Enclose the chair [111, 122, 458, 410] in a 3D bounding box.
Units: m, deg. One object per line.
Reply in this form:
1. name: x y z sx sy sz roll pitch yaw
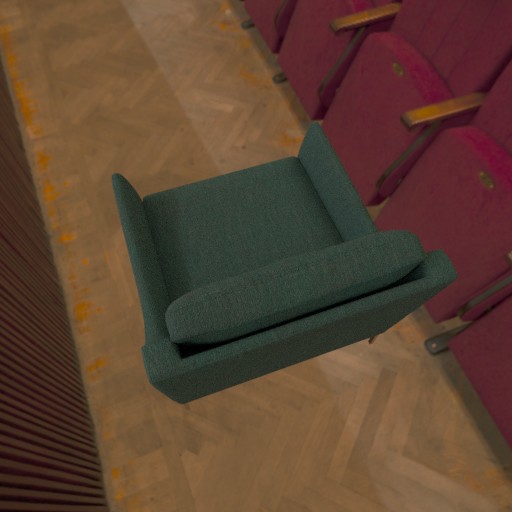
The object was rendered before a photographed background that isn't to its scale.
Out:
1. chair: 0.000 0.000 1.560 0.847 0.828 0.849 -17 61 -10
